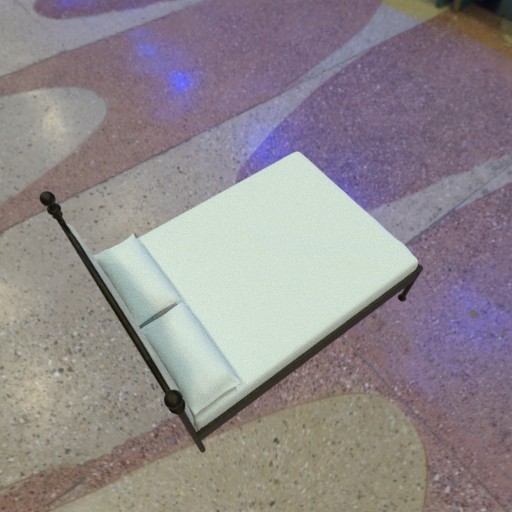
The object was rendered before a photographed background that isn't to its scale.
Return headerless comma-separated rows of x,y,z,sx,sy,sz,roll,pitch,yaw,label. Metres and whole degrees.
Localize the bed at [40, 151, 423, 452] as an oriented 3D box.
0.000,0.000,3.395,2.224,1.499,1.642,-32,63,-18,bed
